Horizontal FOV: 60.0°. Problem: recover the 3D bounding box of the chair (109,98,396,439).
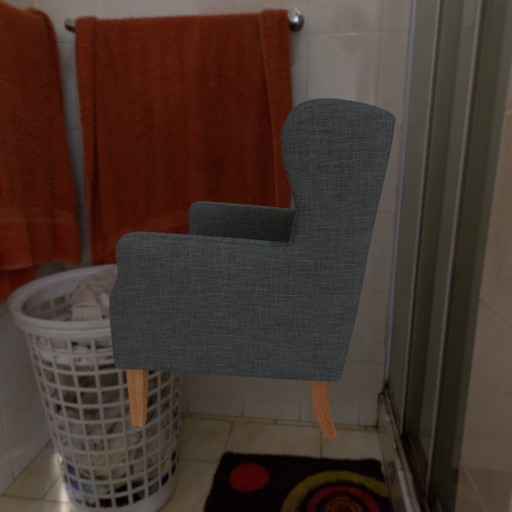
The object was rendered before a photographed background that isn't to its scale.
[{"bbox_3d":[0.000,0.000,1.496,0.775,0.953,0.711,3,15,9],"label":"chair"}]
